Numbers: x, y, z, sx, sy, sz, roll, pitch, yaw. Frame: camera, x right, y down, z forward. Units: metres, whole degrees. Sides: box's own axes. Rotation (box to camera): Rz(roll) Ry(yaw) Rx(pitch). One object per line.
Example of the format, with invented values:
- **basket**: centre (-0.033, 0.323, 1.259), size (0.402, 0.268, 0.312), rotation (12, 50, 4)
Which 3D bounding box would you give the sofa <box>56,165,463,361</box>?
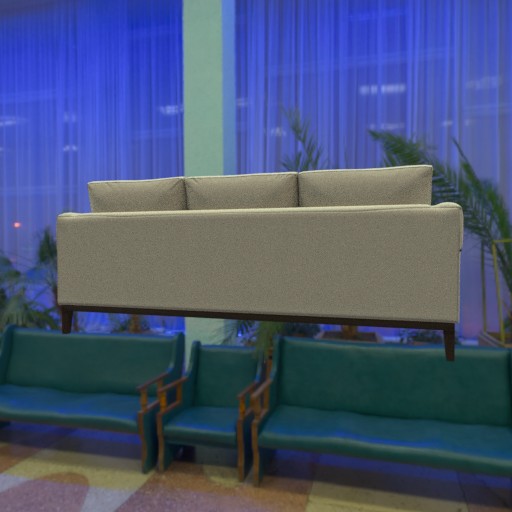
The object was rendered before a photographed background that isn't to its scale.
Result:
- **sofa**: centre (0.000, 0.000, 2.688), size (2.198, 0.911, 0.902), rotation (0, 1, 17)
